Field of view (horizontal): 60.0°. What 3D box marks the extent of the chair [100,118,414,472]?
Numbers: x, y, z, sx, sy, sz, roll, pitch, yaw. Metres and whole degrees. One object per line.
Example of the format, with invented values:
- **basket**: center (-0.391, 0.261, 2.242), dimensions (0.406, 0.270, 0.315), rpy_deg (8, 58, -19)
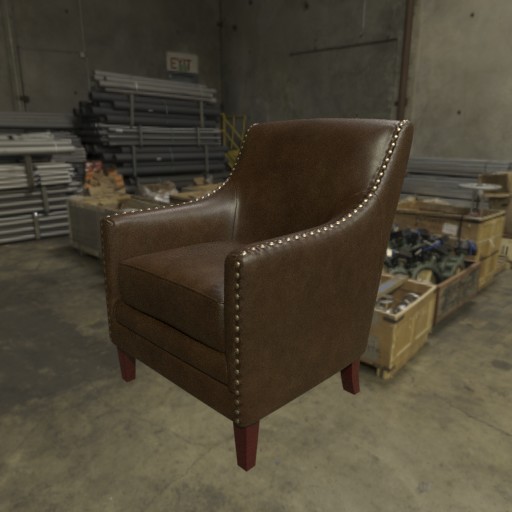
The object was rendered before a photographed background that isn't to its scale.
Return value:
- **chair**: center (0.000, 0.000, 1.348), dimensions (0.639, 0.813, 0.704), rpy_deg (15, 21, 43)
